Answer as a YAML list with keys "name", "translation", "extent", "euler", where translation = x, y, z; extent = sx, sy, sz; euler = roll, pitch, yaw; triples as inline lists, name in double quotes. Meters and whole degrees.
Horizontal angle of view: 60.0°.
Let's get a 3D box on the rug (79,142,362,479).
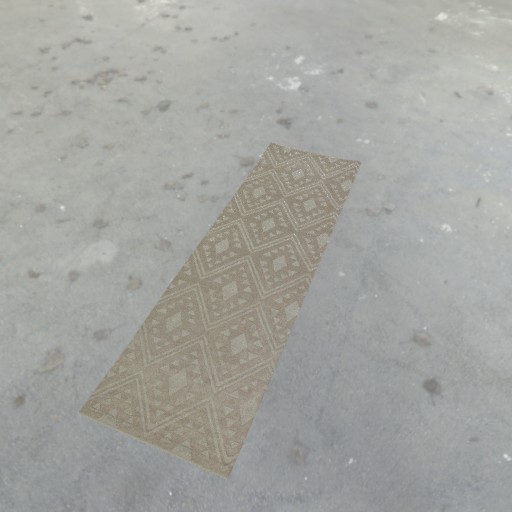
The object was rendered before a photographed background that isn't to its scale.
- name: "rug"
  translation: [0.000, 0.000, 2.705]
  extent: [0.752, 0.051, 2.452]
  euler: [16, 48, 15]
